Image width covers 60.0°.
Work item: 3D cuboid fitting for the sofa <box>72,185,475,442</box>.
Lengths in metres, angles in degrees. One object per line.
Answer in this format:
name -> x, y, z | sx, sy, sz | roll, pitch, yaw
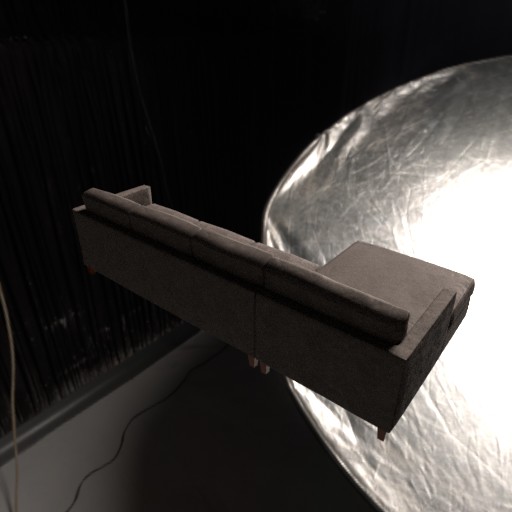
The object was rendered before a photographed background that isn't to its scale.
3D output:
sofa -> 0.000, 0.000, 4.112 | 3.471, 0.954, 1.606 | 22, 36, 33
